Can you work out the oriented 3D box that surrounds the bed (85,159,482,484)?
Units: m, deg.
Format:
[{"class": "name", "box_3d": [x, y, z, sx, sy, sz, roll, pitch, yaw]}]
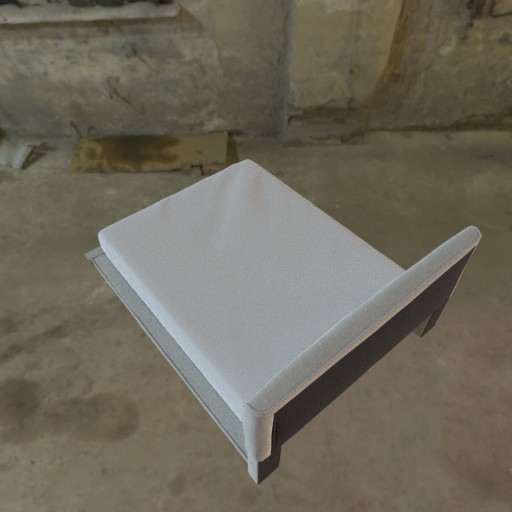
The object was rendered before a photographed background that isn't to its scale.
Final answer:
[{"class": "bed", "box_3d": [0.000, 0.000, 3.547, 1.980, 1.126, 2.498, -32, 55, -25]}]
